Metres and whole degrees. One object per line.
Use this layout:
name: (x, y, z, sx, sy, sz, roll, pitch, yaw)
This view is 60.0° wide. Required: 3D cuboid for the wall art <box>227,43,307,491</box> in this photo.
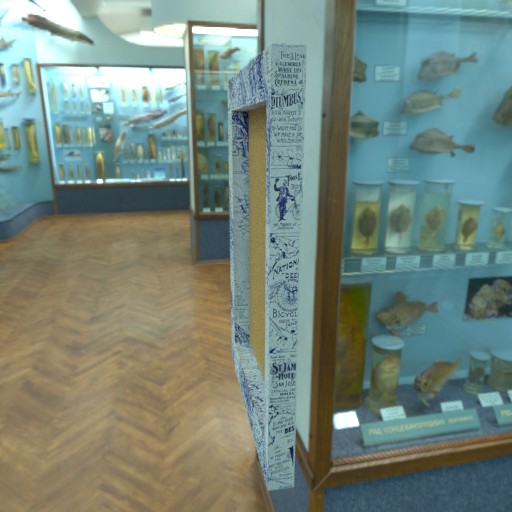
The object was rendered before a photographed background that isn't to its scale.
wall art: (0.000, 0.000, 0.477, 0.025, 0.376, 0.255, -3, 16, -10)
